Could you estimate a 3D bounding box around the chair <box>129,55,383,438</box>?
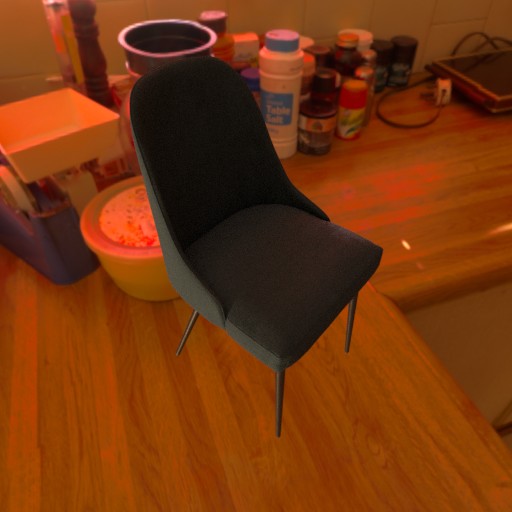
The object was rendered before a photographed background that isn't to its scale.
[{"bbox_3d":[0.000,0.000,1.215,0.559,0.896,0.478,30,51,28],"label":"chair"}]
